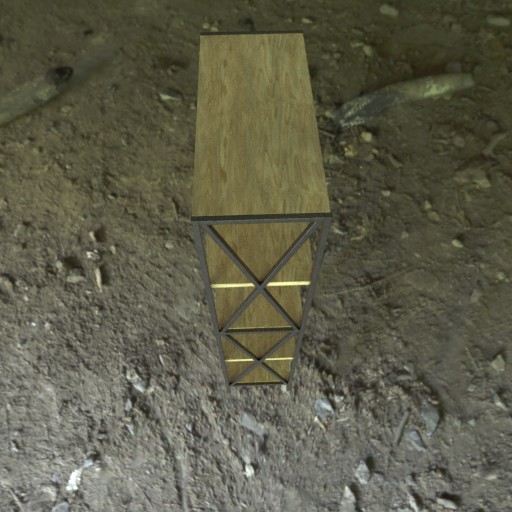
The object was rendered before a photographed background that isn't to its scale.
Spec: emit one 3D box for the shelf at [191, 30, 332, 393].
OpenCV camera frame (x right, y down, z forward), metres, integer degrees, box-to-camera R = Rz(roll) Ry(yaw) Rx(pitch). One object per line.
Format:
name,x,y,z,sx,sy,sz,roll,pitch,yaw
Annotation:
shelf,0.000,0.000,2.204,0.386,1.803,0.874,-2,59,-1
